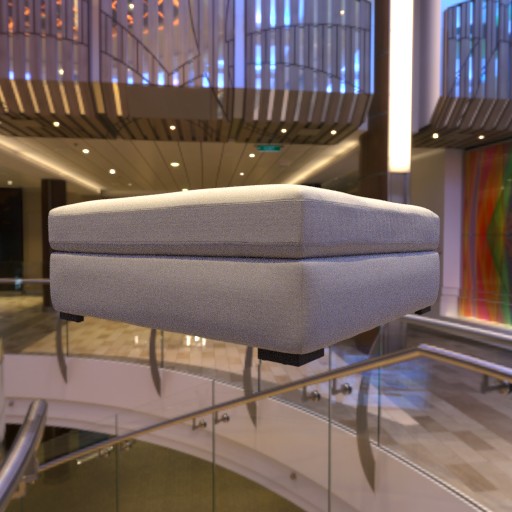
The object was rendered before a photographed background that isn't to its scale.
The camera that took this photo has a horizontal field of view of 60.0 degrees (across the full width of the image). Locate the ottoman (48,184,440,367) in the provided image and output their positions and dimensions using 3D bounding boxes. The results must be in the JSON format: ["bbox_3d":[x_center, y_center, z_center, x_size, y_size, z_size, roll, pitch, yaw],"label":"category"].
[{"bbox_3d":[0.000,0.000,1.792,1.167,0.482,1.163,1,2,37],"label":"ottoman"}]
